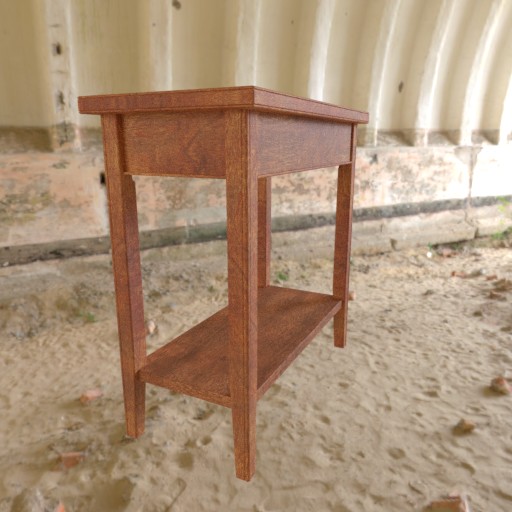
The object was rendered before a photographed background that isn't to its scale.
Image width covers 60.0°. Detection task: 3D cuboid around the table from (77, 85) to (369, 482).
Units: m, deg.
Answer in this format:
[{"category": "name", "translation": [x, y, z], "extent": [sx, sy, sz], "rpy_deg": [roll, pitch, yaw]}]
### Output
[{"category": "table", "translation": [0.000, 0.000, 0.950], "extent": [0.305, 0.610, 0.610], "rpy_deg": [7, 16, 26]}]
